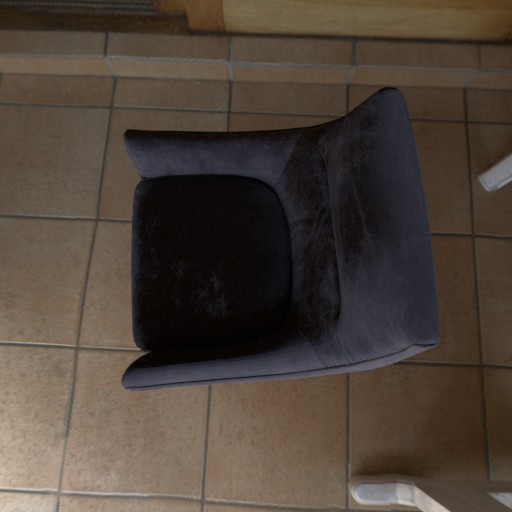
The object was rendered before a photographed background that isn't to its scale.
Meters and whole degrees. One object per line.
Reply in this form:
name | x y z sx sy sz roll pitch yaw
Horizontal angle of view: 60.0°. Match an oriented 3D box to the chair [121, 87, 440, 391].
chair | 0.000 0.000 1.387 0.787 0.838 0.762 -3 77 -1
